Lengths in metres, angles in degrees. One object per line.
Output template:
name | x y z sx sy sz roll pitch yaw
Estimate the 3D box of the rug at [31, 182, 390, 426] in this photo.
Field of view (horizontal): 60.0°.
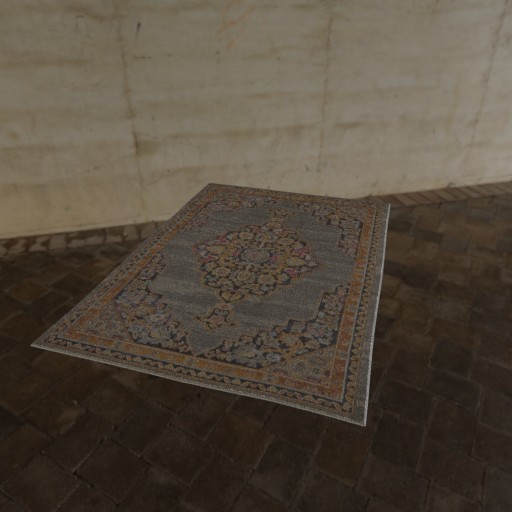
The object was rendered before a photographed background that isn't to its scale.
rug | 0.000 0.000 3.682 2.043 0.026 2.901 9 31 15
